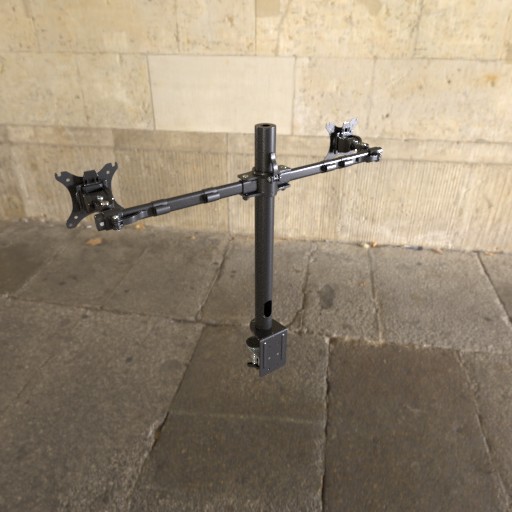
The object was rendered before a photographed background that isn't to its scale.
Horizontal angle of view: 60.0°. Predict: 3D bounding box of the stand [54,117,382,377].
[{"bbox_3d":[0.000,0.000,1.018,0.743,0.603,0.150,-19,35,-30],"label":"stand"}]
